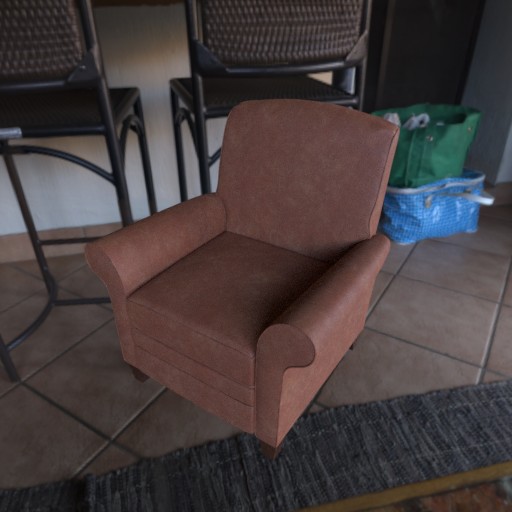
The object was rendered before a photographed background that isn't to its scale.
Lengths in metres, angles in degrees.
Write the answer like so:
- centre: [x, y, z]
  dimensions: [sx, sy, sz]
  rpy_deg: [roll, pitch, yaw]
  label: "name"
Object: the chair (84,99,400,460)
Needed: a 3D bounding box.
- centre: [0.000, 0.000, 1.773]
  dimensions: [0.978, 1.061, 0.902]
  rpy_deg: [19, 35, 29]
  label: "chair"
